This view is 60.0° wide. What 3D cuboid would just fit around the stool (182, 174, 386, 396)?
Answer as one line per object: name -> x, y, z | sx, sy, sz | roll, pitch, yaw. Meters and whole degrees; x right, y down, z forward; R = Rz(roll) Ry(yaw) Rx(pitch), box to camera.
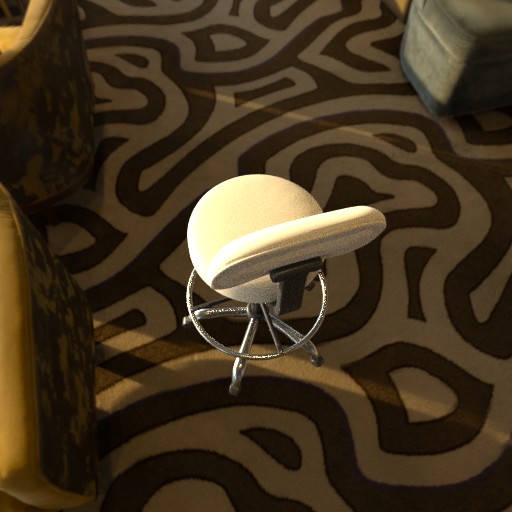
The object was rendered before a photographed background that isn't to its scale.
stool -> 0.000, 0.000, 1.449 | 0.609, 1.080, 0.616 | -16, 60, -10
